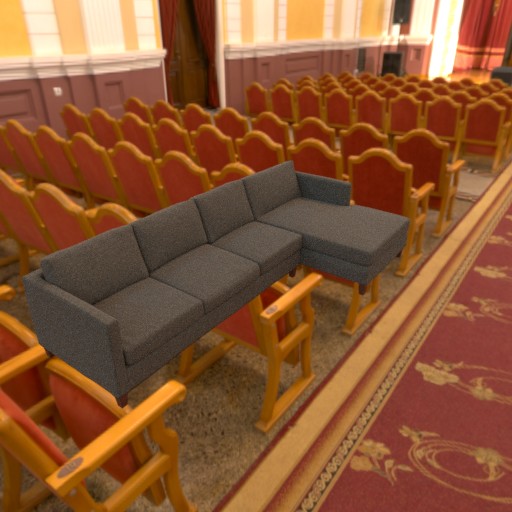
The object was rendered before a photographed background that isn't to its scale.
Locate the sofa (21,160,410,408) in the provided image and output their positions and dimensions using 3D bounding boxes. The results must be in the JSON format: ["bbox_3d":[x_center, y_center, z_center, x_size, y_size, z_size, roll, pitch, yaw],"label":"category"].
[{"bbox_3d":[0.000,0.000,3.805,1.625,0.846,3.186,19,33,32],"label":"sofa"}]
